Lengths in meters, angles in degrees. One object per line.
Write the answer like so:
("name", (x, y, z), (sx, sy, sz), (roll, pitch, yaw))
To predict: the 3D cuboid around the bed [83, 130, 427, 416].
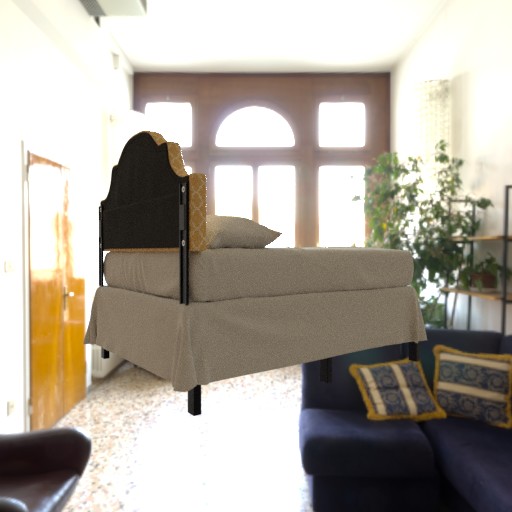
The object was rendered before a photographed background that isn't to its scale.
("bed", (0.000, 0.000, 3.499), (2.222, 1.633, 1.780), (0, 1, -36))
